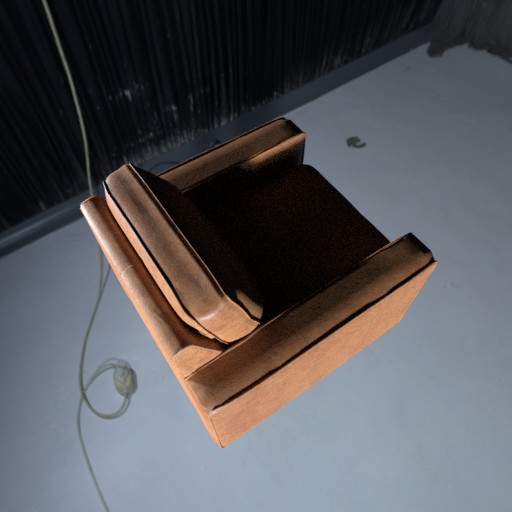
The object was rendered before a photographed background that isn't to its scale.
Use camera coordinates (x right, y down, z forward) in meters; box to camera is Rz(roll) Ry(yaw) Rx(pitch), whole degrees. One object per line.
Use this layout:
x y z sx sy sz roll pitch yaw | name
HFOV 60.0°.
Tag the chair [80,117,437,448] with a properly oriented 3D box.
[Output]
0.000 0.000 1.771 1.027 0.901 0.987 -33 63 -19 | chair
